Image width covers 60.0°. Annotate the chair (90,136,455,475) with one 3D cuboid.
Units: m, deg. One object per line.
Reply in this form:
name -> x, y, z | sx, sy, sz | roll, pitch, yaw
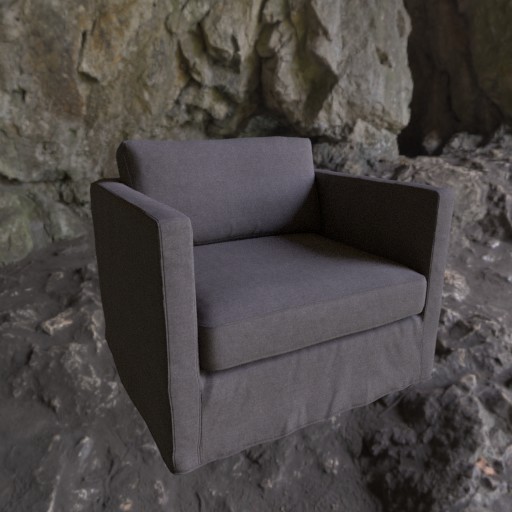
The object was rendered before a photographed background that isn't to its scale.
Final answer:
chair -> 0.000, 0.000, 1.694 | 1.057, 0.863, 0.949 | -9, 19, -28
